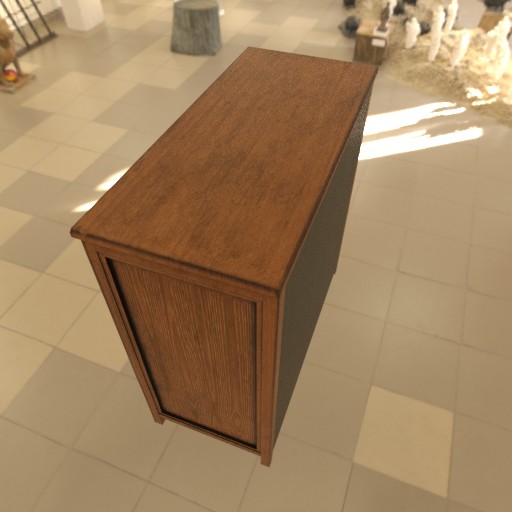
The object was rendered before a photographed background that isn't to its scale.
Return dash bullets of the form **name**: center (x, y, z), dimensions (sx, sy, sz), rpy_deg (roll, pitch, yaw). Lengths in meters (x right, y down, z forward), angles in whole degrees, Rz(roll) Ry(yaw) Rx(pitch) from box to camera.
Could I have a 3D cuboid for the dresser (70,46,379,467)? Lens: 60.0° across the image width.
- **dresser**: center (0.000, 0.000, 1.906), dimensions (0.591, 1.224, 1.250), rpy_deg (15, 48, 14)
